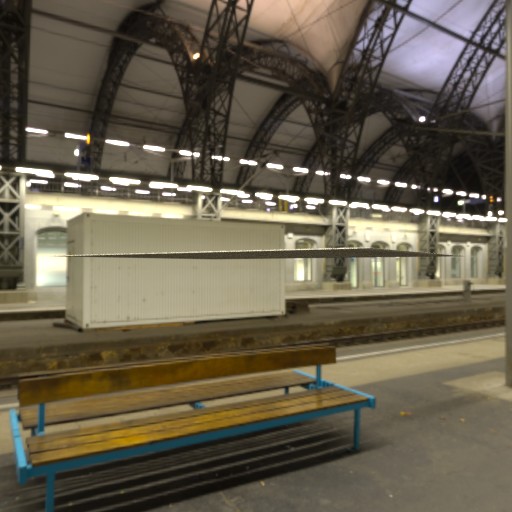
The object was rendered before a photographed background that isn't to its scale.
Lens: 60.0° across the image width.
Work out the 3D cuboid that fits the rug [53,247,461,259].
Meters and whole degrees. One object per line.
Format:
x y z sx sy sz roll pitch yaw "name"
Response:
0.000 0.000 2.146 1.634 0.003 1.190 -1 -2 36 "rug"
